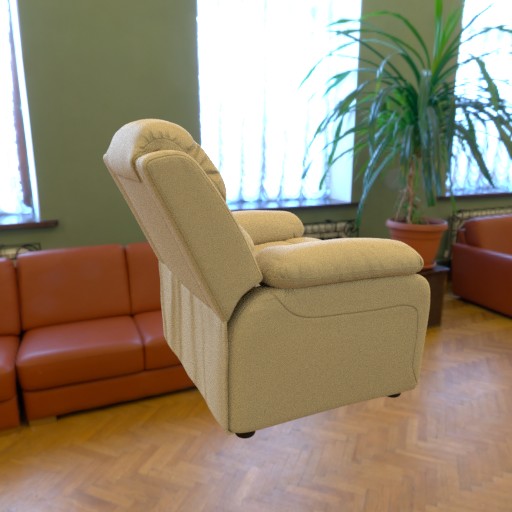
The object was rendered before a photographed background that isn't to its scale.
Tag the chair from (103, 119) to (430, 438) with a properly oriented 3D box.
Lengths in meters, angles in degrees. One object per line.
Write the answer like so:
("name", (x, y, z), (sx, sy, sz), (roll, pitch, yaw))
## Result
("chair", (0.000, 0.000, 1.218), (0.709, 0.702, 0.680), (-6, 15, -24))
